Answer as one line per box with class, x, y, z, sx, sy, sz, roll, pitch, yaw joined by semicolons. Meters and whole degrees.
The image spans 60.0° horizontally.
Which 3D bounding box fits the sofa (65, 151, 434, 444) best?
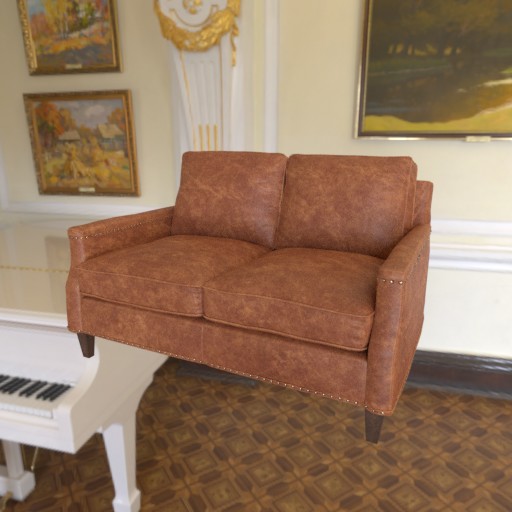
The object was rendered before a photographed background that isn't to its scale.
sofa;0.000;0.000;2.229;1.597;1.003;1.084;7;17;26
